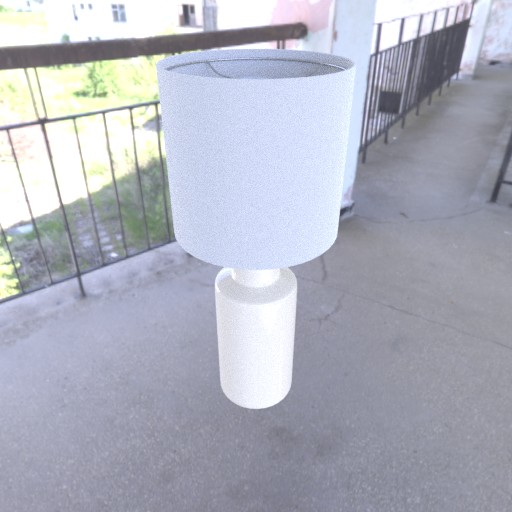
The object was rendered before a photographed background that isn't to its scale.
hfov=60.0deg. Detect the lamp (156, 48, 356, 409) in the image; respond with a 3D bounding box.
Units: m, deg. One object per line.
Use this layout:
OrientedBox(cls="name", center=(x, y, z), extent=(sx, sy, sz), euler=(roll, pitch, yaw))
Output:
OrientedBox(cls="lamp", center=(0.000, 0.000, 0.606), extent=(0.212, 0.493, 0.212), euler=(-22, 38, -31))
